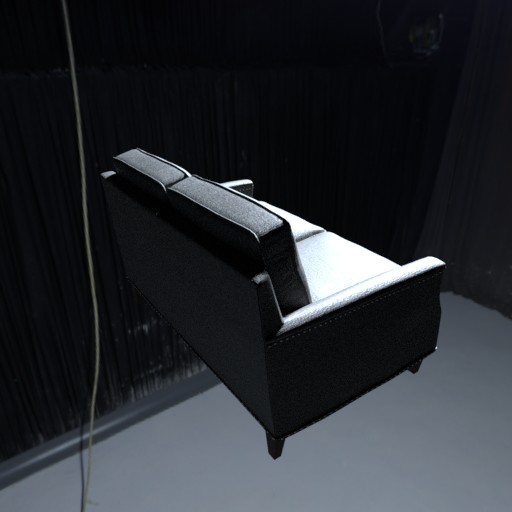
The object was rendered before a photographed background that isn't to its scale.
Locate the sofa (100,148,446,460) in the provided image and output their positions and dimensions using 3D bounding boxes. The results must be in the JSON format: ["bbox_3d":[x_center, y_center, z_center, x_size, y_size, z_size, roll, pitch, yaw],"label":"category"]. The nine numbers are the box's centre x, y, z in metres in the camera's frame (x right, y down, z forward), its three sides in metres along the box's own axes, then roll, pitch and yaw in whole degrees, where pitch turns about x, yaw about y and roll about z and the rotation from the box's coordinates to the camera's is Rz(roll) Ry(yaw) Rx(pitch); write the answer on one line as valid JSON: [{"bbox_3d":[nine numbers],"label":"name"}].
[{"bbox_3d":[0.000,0.000,2.325,1.084,1.003,1.597,-17,31,-31],"label":"sofa"}]
